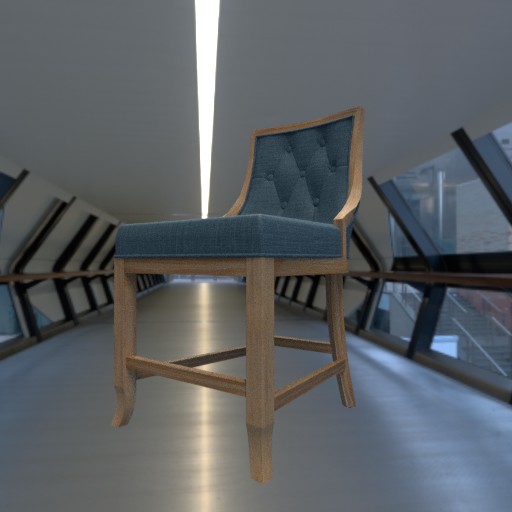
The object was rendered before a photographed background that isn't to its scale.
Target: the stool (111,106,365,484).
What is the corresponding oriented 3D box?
[{"bbox_3d":[0.000,0.000,1.308,0.524,0.938,0.626,0,-1,38],"label":"stool"}]
